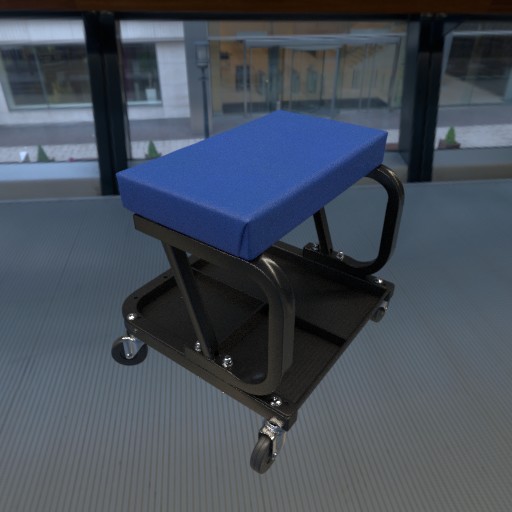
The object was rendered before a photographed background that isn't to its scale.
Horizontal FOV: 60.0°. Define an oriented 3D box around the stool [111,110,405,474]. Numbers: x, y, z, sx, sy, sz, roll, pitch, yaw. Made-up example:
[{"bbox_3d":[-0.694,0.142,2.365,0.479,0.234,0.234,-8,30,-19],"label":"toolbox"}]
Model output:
[{"bbox_3d":[0.000,0.000,0.739,0.371,0.380,0.446,22,39,30],"label":"stool"}]
